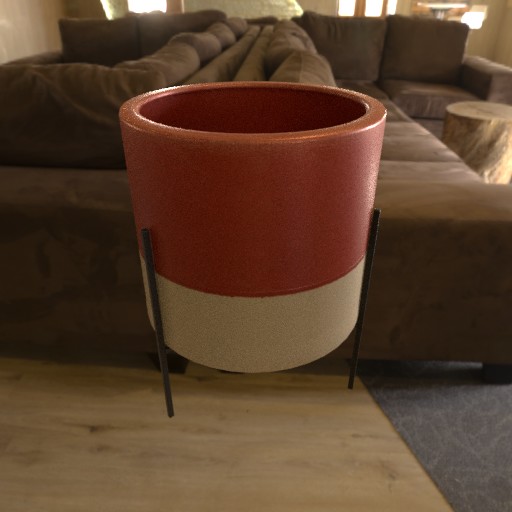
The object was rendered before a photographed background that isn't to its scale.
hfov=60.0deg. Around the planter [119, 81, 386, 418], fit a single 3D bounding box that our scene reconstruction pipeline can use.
[{"bbox_3d":[0.000,0.000,0.698,0.354,0.465,0.345,10,32,16],"label":"planter"}]
